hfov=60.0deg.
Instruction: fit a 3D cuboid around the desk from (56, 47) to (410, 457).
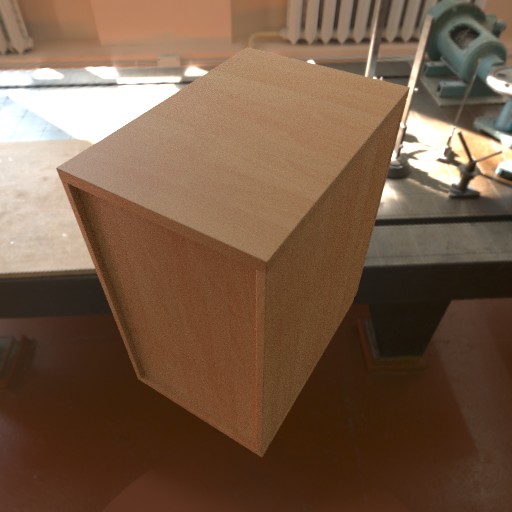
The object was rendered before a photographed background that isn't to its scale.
[{"bbox_3d":[0.000,0.000,1.095,0.404,0.730,0.600,24,51,21],"label":"desk"}]
